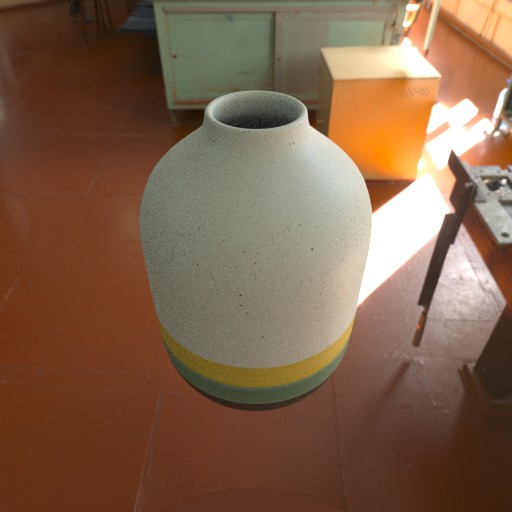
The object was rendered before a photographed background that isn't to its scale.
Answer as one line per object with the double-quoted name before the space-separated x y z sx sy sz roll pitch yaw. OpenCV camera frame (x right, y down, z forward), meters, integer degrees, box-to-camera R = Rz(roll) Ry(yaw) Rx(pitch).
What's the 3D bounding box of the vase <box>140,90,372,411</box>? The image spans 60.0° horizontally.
"vase" 0.000 0.000 0.352 0.169 0.240 0.169 0 41 0
